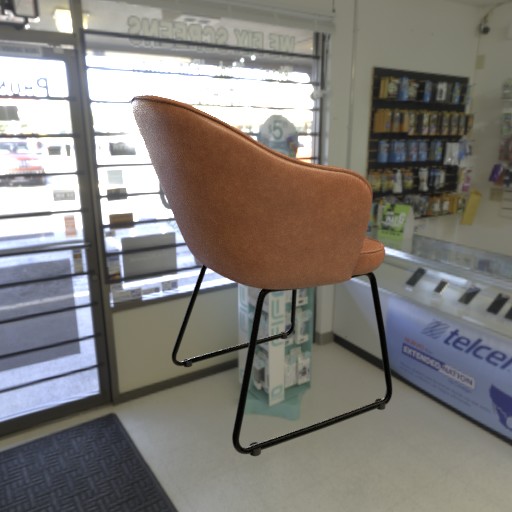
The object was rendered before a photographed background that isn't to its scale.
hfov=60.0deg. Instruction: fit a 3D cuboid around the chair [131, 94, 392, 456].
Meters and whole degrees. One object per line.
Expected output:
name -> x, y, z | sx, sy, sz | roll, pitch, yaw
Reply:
chair -> 0.000, 0.000, 1.177 | 0.580, 0.785, 0.582 | -8, 17, -28
